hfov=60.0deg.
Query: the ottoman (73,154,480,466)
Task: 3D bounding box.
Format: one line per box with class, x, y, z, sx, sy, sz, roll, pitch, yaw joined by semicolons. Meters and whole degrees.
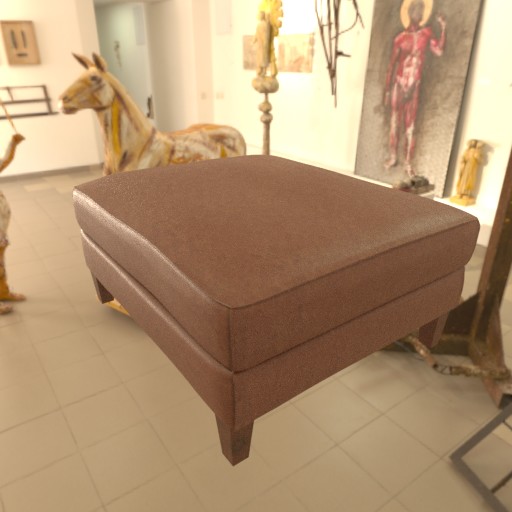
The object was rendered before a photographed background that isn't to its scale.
ottoman;0.000;0.000;1.406;0.836;0.472;0.987;-17;30;-32
